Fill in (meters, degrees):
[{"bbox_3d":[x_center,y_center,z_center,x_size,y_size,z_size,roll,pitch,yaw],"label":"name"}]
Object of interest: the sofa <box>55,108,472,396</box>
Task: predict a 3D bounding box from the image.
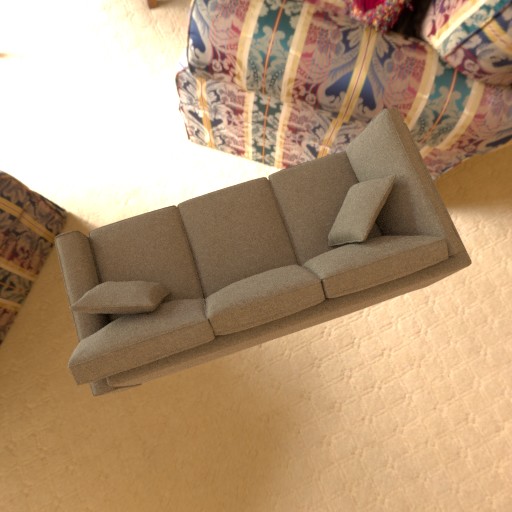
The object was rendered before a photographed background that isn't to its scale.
[{"bbox_3d":[0.000,0.000,2.860,2.317,0.962,1.061,-18,76,-5],"label":"sofa"}]
